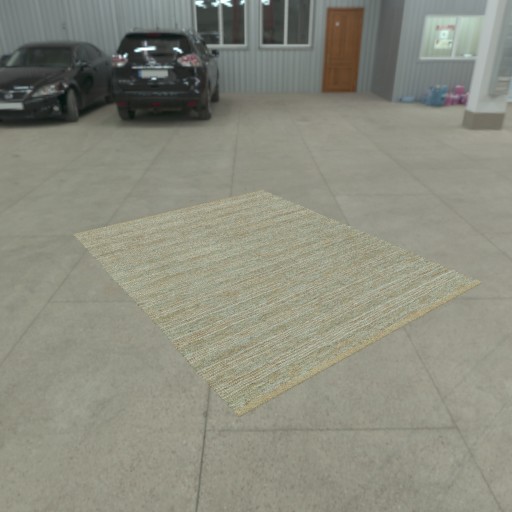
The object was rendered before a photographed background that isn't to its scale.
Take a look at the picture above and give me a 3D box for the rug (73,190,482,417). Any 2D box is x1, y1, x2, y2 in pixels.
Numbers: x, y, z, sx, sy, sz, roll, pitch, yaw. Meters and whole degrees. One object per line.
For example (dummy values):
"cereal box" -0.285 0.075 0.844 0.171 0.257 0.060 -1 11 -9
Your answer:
"rug" 0.000 0.000 4.138 2.471 0.012 3.034 -18 32 -32
